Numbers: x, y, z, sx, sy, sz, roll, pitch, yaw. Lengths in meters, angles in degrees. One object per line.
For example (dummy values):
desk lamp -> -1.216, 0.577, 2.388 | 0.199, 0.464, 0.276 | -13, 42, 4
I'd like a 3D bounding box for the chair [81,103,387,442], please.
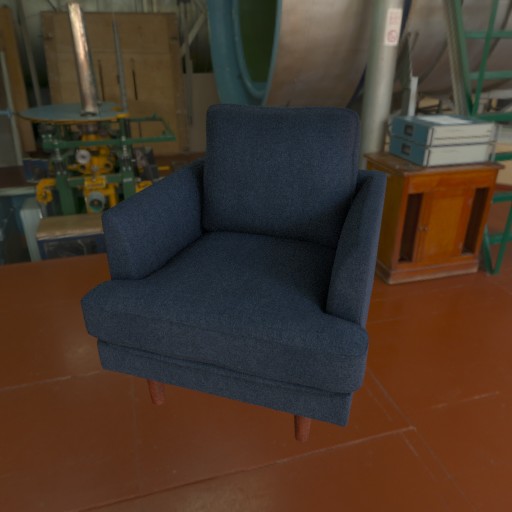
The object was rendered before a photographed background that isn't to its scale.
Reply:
chair -> 0.000, 0.000, 1.584 | 0.858, 0.957, 0.899 | 8, 27, 16
